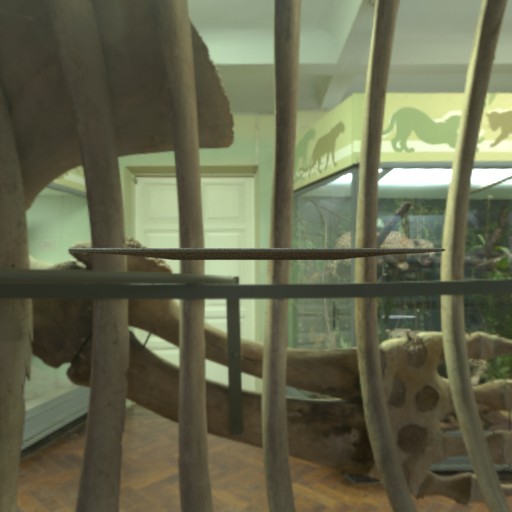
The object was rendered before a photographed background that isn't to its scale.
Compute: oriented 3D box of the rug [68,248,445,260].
[{"bbox_3d":[0.000,0.000,2.341,1.224,0.016,1.830,0,-1,0],"label":"rug"}]
